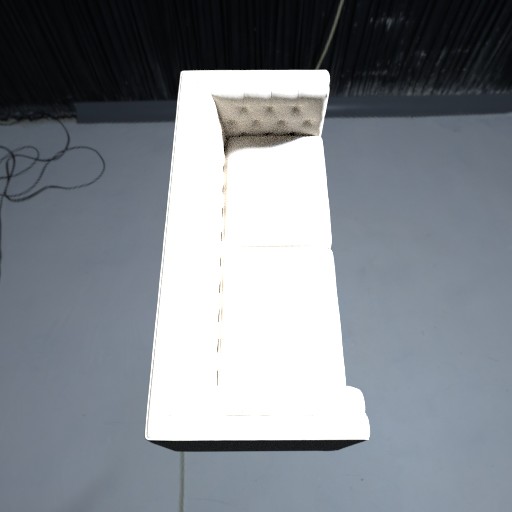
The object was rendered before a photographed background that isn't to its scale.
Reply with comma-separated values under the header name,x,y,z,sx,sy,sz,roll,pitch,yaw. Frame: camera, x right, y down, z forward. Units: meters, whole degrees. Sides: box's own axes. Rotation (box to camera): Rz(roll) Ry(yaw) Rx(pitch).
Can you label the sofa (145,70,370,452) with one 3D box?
name,x,y,z,sx,sy,sz,roll,pitch,yaw
sofa,0.000,0.000,2.230,0.775,0.762,1.778,0,63,0
